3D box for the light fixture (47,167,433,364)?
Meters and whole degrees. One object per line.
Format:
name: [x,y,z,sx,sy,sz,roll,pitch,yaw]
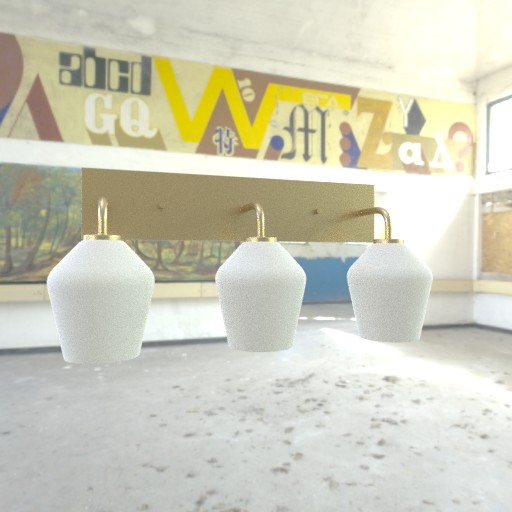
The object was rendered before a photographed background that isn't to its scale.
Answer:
light fixture: [0.000,0.000,0.717,0.609,0.280,0.190,0,0,-18]
